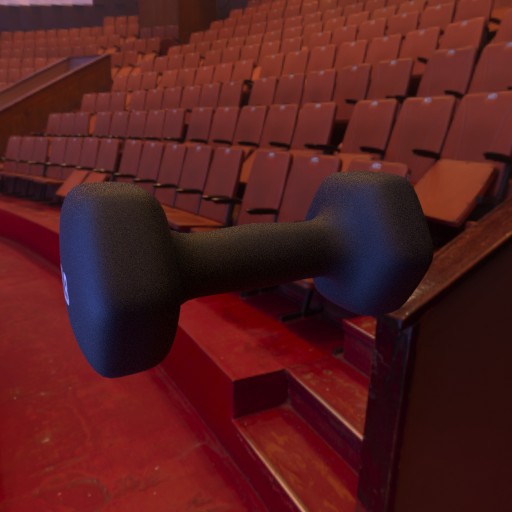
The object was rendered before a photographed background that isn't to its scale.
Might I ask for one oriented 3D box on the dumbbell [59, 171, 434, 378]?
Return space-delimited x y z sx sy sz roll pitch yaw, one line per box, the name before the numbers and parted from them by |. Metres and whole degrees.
dumbbell | 0.000 0.000 0.287 0.231 0.101 0.112 -8 17 -26
